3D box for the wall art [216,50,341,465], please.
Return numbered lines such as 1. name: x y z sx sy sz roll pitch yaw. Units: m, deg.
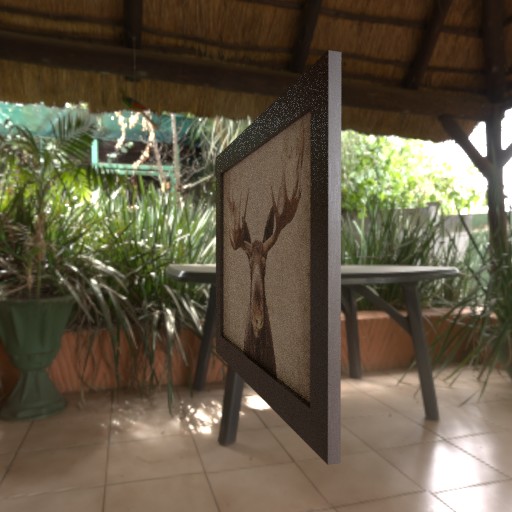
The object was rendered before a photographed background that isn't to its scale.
1. wall art: 0.000 0.000 1.597 0.034 0.952 1.207 0 1 -17
